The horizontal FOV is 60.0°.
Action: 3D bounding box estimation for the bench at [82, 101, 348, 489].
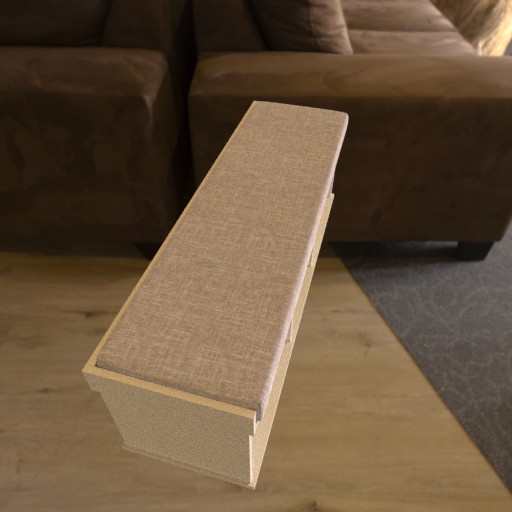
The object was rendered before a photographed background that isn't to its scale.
[{"bbox_3d":[0.000,0.000,1.382,0.363,0.453,1.196,12,46,11],"label":"bench"}]
